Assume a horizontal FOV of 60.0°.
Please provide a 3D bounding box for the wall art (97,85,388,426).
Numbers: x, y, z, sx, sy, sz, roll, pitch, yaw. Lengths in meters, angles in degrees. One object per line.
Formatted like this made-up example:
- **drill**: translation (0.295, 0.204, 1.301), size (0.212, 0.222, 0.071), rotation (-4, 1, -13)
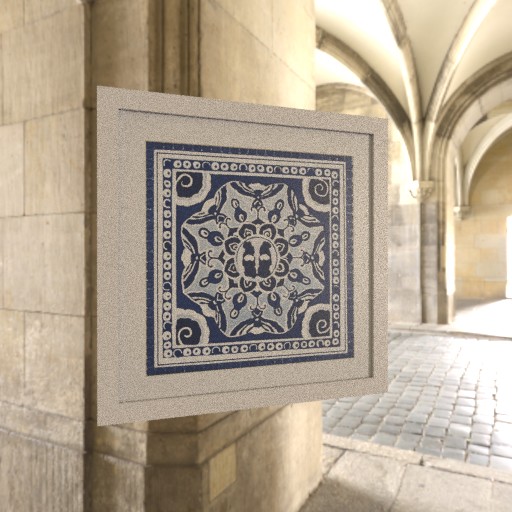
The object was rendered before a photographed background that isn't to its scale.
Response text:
- **wall art**: translation (0.000, 0.000, 0.829), size (0.559, 0.559, 0.028), rotation (0, 0, -19)
